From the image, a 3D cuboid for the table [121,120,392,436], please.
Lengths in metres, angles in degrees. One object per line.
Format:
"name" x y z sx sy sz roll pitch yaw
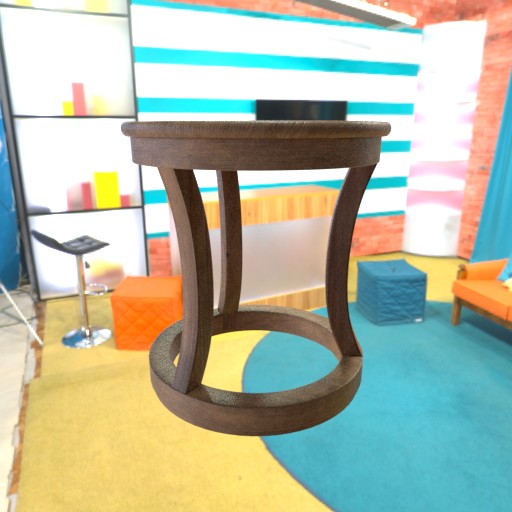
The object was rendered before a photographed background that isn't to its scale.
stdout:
"table" 0.000 0.000 0.797 0.432 0.460 0.432 0 16 0
